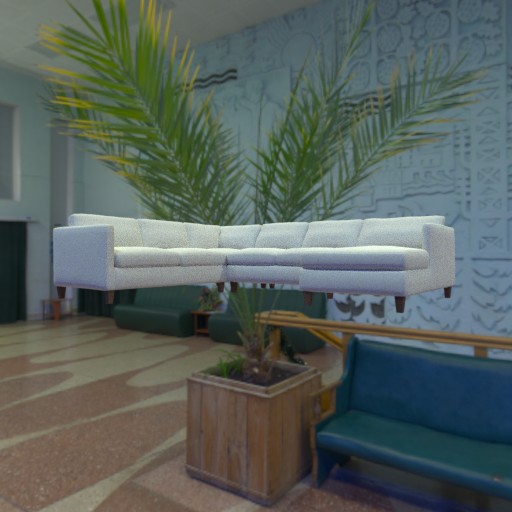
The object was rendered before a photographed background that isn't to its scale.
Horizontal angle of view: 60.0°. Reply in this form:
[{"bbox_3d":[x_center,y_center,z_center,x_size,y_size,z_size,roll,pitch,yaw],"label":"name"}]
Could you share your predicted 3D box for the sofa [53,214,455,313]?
[{"bbox_3d":[0.000,0.000,4.465,3.238,0.853,2.551,0,0,37],"label":"sofa"}]
